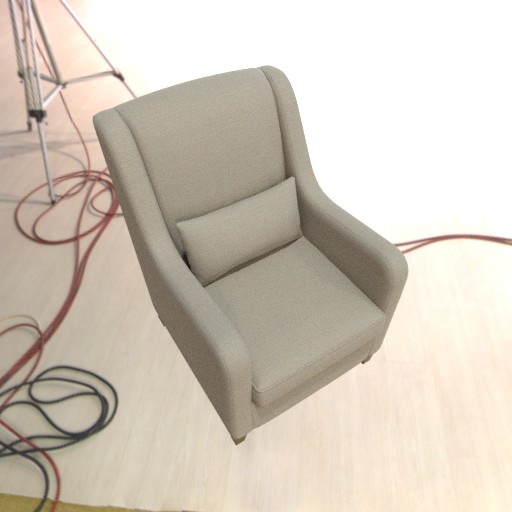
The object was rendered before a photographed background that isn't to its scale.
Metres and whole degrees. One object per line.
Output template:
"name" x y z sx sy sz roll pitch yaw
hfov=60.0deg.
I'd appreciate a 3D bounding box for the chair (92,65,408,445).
"chair" 0.000 0.000 1.653 0.715 1.017 0.896 -25 52 -22
